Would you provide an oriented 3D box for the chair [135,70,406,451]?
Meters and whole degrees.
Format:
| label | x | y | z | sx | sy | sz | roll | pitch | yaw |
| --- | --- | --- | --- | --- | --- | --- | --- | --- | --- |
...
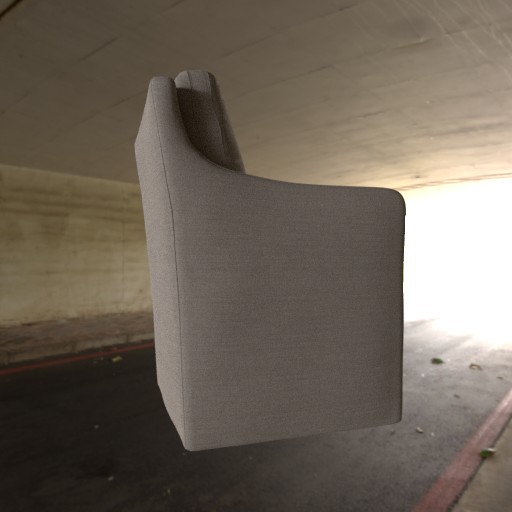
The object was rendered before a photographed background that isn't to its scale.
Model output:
| label | x | y | z | sx | sy | sz | roll | pitch | yaw |
| --- | --- | --- | --- | --- | --- | --- | --- | --- | --- |
| chair | 0.000 | 0.000 | 1.369 | 0.694 | 0.914 | 0.626 | 0 | -1 | -19 |
